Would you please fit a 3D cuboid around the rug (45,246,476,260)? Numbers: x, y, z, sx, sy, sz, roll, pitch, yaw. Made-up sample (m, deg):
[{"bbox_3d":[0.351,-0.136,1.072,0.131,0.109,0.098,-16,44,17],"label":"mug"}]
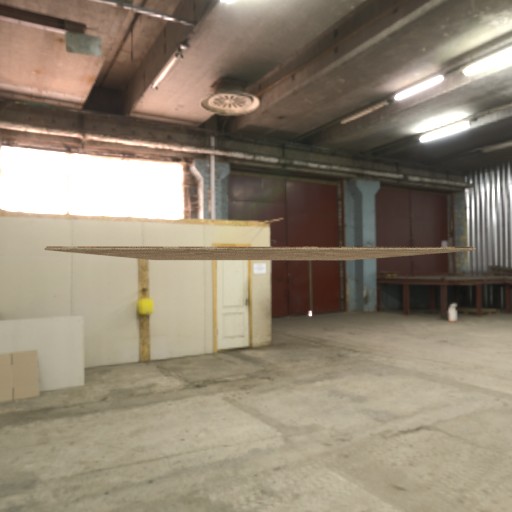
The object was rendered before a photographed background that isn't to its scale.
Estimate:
[{"bbox_3d":[0.000,0.000,4.048,2.466,0.021,3.049,0,-2,-1],"label":"rug"}]
